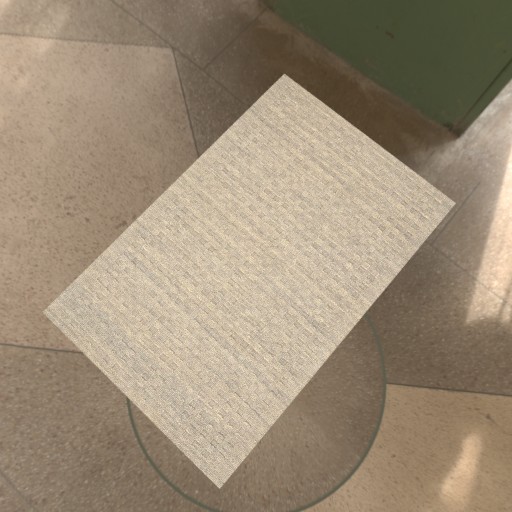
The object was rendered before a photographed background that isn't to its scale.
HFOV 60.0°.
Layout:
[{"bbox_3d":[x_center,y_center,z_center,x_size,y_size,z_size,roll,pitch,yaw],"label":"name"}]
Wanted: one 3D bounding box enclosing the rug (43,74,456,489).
[{"bbox_3d":[0.000,0.000,2.167,1.142,0.006,1.752,41,79,10],"label":"rug"}]
